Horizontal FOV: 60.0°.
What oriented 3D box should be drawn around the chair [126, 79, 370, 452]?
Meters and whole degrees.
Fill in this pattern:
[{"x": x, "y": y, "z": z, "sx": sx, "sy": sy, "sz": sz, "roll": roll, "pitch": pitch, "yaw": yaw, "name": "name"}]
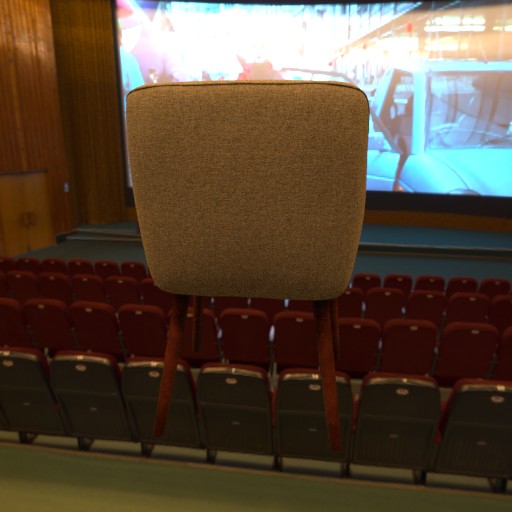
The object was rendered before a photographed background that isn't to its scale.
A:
[{"x": 0.000, "y": 0.000, "z": 1.152, "sx": 0.543, "sy": 0.803, "sz": 0.519, "roll": 2, "pitch": 15, "yaw": 7, "name": "chair"}]
